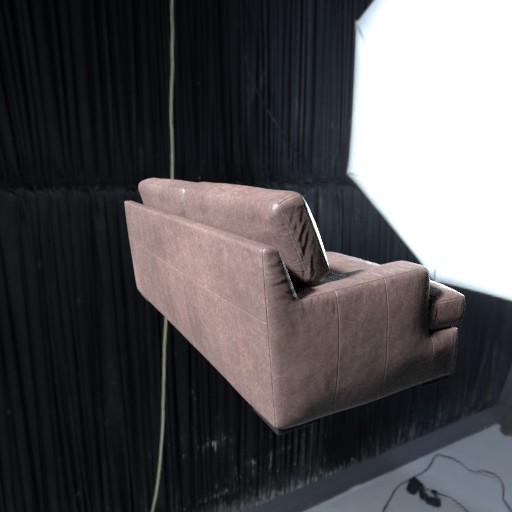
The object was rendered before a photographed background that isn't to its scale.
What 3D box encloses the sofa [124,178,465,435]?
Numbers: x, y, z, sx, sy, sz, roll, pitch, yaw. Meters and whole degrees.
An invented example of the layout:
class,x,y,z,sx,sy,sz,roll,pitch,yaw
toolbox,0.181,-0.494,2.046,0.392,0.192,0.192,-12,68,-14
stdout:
class,x,y,z,sx,sy,sz,roll,pitch,yaw
sofa,0.000,0.000,2.774,1.143,0.941,2.261,-6,14,-28
